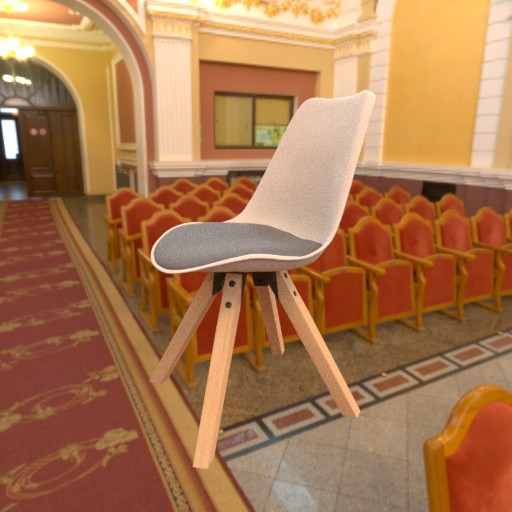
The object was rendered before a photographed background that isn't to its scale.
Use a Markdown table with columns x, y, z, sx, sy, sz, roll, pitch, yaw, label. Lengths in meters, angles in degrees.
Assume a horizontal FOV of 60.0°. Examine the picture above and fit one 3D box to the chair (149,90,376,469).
| x | y | z | sx | sy | sz | roll | pitch | yaw | label |
| --- | --- | --- | --- | --- | --- | --- | --- | --- | --- |
| 0.000 | 0.000 | 1.202 | 0.550 | 0.850 | 0.485 | -7 | 16 | -26 | chair |
